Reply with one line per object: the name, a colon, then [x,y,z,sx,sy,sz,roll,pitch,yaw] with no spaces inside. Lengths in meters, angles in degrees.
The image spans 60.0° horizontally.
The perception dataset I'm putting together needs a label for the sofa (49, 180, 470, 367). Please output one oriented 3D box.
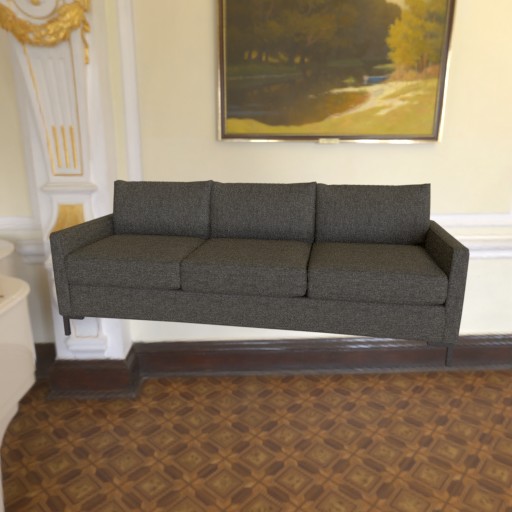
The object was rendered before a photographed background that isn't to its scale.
sofa: [0.000,0.000,2.730,2.253,0.879,0.876,3,15,10]
